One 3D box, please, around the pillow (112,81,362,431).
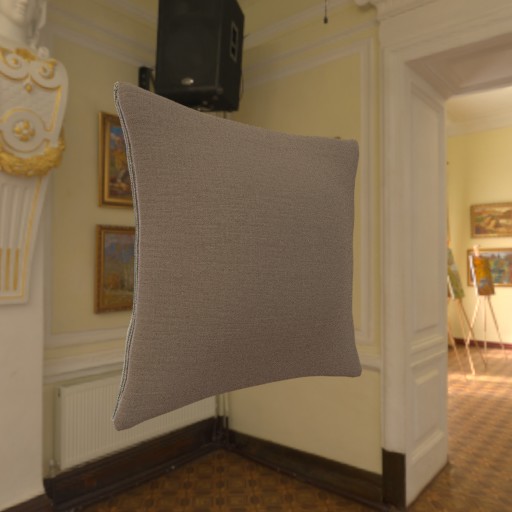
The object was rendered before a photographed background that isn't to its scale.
[{"bbox_3d":[0.000,0.000,0.659,0.435,0.416,0.189,1,-1,-37],"label":"pillow"}]
